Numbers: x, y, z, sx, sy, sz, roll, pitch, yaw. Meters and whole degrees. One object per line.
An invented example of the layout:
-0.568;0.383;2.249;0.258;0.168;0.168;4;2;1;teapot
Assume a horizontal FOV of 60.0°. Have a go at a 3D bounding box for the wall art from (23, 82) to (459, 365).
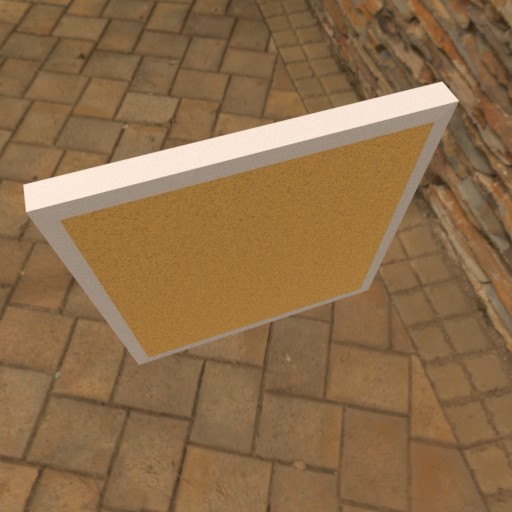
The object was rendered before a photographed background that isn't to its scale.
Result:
0.000;0.000;1.829;1.289;1.291;0.098;-17;60;-10;wall art
